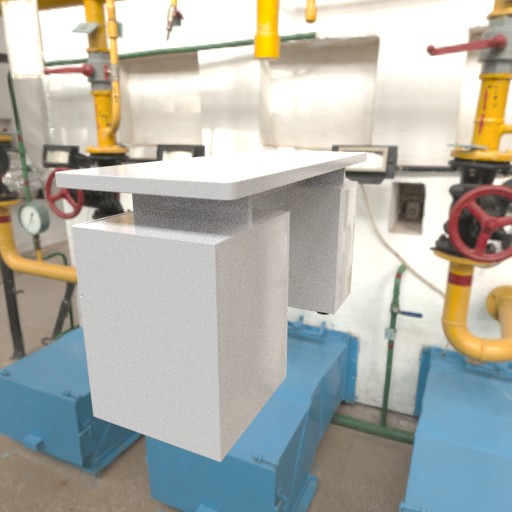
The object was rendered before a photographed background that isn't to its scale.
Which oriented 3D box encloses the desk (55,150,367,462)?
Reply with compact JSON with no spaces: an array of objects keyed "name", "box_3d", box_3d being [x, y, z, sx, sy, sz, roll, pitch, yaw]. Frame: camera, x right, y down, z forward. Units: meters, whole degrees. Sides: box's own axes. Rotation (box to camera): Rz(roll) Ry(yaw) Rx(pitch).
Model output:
[{"name":"desk","box_3d":[0.000,0.000,1.785,0.550,0.762,1.400,8,18,25]}]
